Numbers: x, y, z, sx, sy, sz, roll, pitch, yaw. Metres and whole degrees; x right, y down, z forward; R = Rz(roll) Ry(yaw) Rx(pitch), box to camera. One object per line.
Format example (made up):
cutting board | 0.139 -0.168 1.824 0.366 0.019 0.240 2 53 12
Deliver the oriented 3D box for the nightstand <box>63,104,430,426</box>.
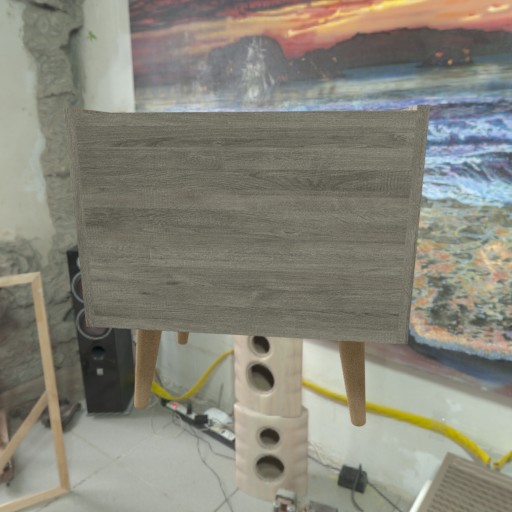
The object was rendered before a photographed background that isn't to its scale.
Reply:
nightstand | 0.000 0.000 0.819 0.480 0.500 0.380 2 15 7
